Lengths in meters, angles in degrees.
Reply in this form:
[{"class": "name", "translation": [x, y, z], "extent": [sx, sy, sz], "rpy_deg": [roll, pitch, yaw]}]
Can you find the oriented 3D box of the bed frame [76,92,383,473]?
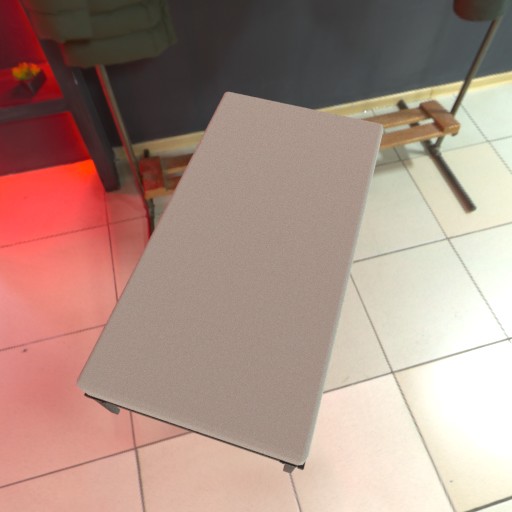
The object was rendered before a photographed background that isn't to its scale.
[{"class": "bed frame", "translation": [0.000, 0.000, 3.326], "extent": [1.393, 0.680, 2.635], "rpy_deg": [15, 60, 9]}]
